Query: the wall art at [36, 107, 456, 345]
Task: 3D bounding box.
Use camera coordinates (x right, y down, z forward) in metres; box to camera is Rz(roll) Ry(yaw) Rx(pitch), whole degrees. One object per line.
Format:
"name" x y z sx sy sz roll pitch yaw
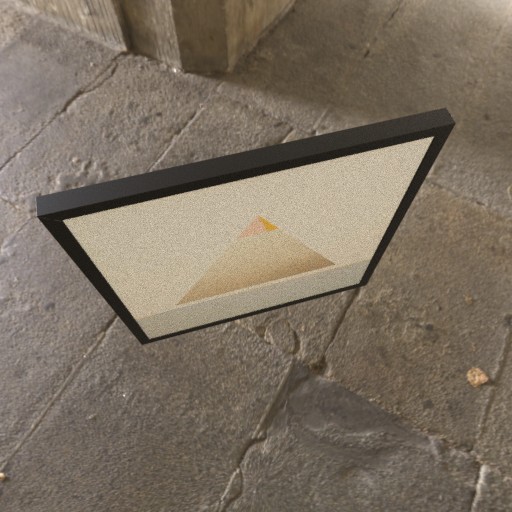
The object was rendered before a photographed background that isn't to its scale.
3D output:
"wall art" 0.000 0.000 1.134 0.769 0.766 0.042 -14 64 -7
